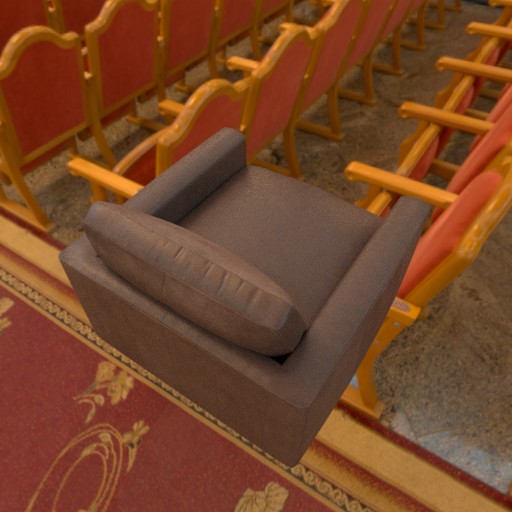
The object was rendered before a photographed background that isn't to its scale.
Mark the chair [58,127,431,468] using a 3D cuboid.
[{"bbox_3d":[0.000,0.000,1.831,1.100,0.812,1.069,26,53,22],"label":"chair"}]
